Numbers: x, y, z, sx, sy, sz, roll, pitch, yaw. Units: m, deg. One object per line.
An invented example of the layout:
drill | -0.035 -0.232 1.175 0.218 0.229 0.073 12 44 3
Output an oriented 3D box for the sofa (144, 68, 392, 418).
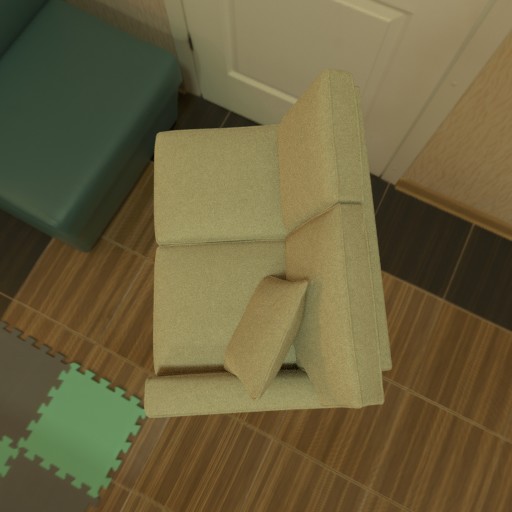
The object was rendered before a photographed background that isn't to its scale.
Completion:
sofa | 0.000 0.000 2.106 0.991 0.989 1.388 -2 75 -1
